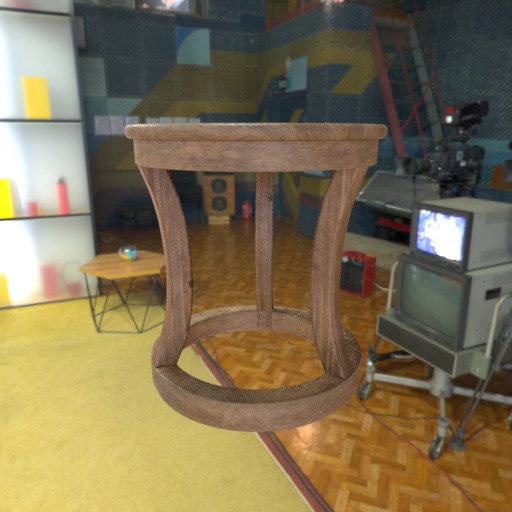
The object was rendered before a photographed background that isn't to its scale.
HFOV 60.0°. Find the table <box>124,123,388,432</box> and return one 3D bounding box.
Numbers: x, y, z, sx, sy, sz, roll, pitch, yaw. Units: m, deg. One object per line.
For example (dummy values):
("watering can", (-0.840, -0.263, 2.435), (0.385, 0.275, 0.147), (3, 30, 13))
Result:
("table", (0.000, 0.000, 0.814), (0.432, 0.460, 0.432), (0, 16, 0))
